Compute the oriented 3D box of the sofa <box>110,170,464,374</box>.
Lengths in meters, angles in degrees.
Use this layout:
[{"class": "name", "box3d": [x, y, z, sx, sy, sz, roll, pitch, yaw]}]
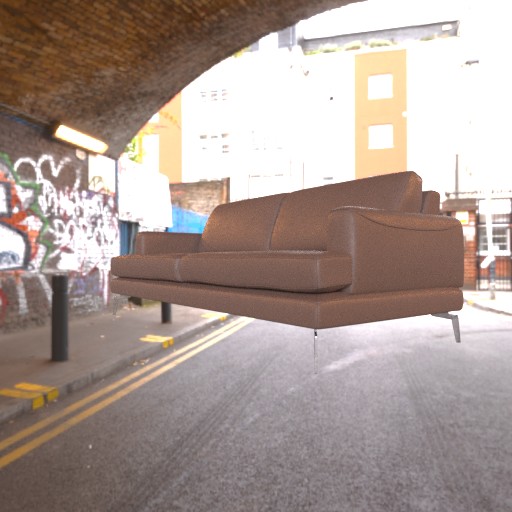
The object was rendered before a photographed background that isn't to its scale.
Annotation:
[{"class": "sofa", "box3d": [0.000, 0.000, 2.444, 0.974, 0.765, 1.940, 0, 0, -37]}]
